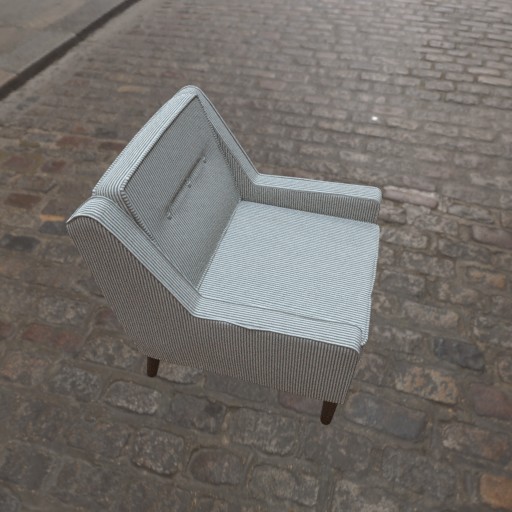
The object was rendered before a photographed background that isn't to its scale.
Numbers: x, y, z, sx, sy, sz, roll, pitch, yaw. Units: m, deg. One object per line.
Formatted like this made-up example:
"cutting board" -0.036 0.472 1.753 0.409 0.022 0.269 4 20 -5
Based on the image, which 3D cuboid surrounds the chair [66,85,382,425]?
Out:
"chair" 0.000 0.000 1.394 0.743 0.792 0.663 12 48 11
